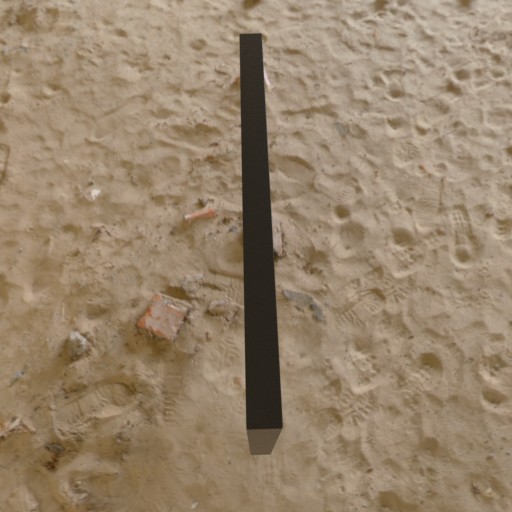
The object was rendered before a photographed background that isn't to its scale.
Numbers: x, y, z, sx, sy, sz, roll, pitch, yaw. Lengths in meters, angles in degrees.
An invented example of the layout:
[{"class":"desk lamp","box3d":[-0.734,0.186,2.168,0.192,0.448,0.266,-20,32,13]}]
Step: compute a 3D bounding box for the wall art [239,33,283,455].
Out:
[{"class":"wall art","box3d":[0.000,0.000,1.190,0.058,0.640,0.939,-1,63,-1]}]
